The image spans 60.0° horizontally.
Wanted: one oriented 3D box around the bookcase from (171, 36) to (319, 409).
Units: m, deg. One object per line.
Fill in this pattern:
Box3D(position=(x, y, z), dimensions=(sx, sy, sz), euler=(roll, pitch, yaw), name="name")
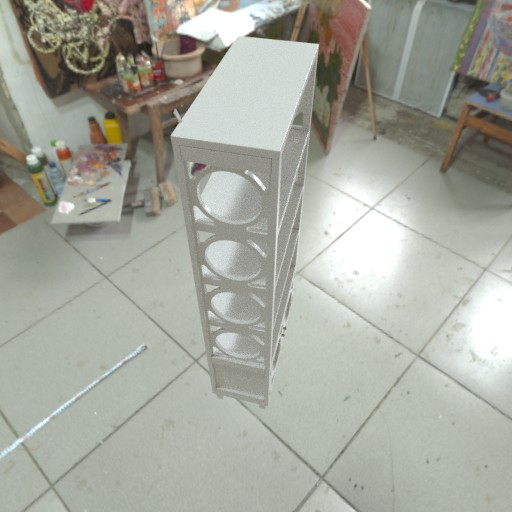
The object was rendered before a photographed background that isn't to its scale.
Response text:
Box3D(position=(0.000, 0.000, 2.205), dimensions=(0.361, 1.869, 0.761), euler=(10, 49, 9), name="bookcase")
